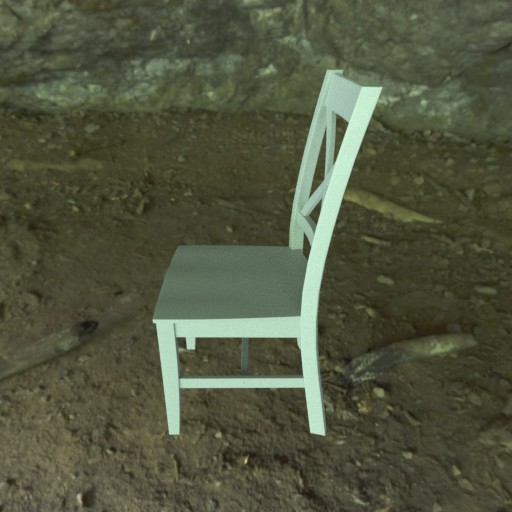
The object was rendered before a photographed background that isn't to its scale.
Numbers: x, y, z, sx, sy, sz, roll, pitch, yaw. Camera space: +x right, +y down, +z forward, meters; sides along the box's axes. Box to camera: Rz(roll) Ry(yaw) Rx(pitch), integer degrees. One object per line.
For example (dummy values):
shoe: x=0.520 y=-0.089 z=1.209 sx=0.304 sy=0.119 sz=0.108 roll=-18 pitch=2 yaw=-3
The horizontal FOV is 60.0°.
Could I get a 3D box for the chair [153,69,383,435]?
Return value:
chair: x=0.000 y=0.000 z=1.303 sx=0.542 sy=0.983 sz=0.485 roll=0 pitch=27 yaw=0
